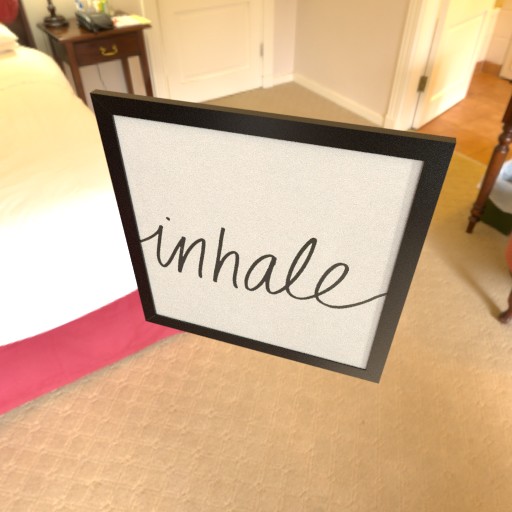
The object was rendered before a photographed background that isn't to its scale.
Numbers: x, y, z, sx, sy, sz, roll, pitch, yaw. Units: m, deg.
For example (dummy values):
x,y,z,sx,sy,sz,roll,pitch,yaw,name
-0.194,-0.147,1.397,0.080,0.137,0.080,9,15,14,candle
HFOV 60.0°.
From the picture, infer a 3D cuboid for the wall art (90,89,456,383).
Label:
x,y,z,sx,sy,sz,roll,pitch,yaw,name
0.000,0.000,0.667,0.446,0.445,0.014,12,42,14,wall art
